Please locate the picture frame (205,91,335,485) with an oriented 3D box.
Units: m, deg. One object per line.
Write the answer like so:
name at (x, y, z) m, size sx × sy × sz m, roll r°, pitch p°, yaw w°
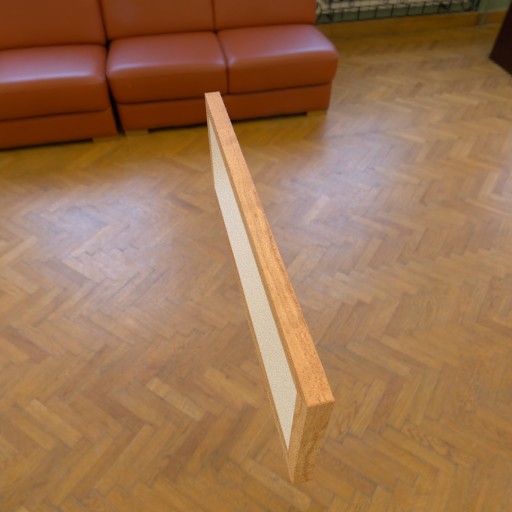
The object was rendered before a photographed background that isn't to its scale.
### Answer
picture frame at (0.000, 0.000, 0.672) m, size 0.045 × 0.234 × 0.582 m, roll -10°, pitch 48°, yaw -9°
